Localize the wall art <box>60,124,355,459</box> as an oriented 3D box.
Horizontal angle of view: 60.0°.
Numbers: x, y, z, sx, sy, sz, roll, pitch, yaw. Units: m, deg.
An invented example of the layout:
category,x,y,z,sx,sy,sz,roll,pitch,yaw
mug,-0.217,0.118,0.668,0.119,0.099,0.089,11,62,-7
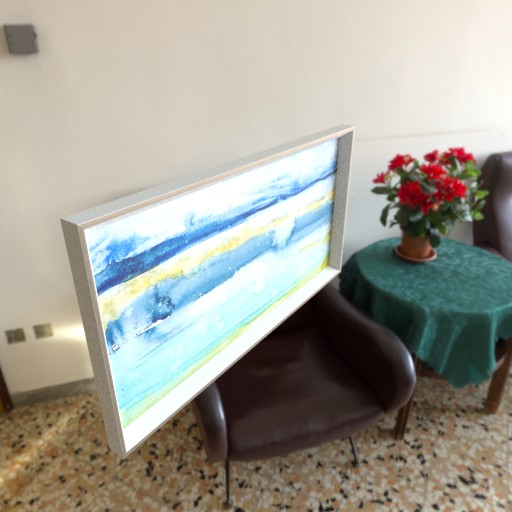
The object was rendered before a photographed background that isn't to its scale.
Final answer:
category,x,y,z,sx,sy,sz,roll,pitch,yaw
wall art,0.000,0.000,0.957,0.038,0.431,0.812,18,32,32
